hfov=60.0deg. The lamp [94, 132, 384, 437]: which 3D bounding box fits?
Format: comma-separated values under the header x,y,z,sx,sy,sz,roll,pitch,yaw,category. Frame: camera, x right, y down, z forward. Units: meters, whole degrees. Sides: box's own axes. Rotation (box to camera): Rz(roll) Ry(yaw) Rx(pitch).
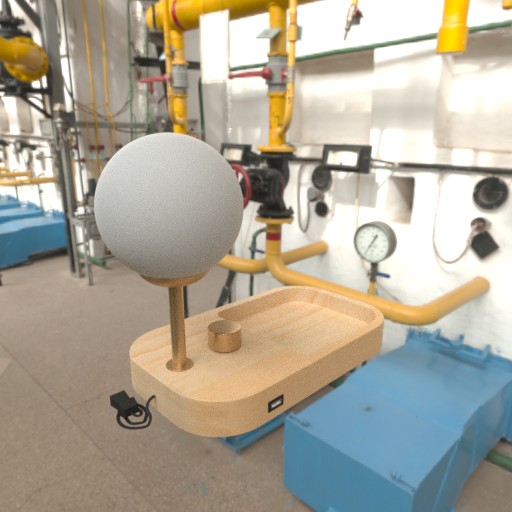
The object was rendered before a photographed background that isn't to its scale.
x,y,z,sx,sy,sz,roll,pitch,yaw,category
0.000,0.000,0.469,0.331,0.253,0.173,-15,22,-42,lamp
